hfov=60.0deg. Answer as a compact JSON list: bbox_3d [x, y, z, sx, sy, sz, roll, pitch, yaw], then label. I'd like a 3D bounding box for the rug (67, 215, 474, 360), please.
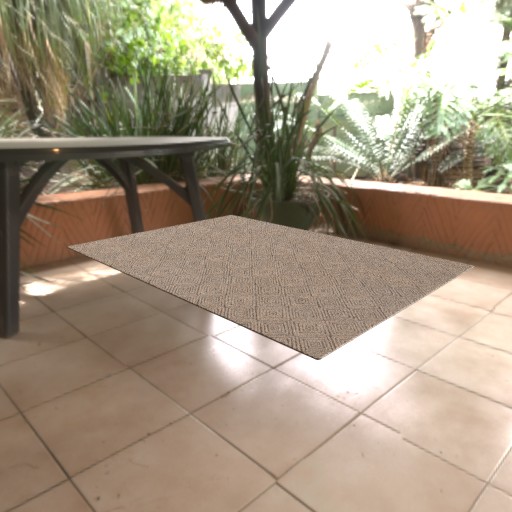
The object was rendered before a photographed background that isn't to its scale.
[{"bbox_3d":[0.000,0.000,2.961,2.238,0.008,1.593,16,23,42],"label":"rug"}]
